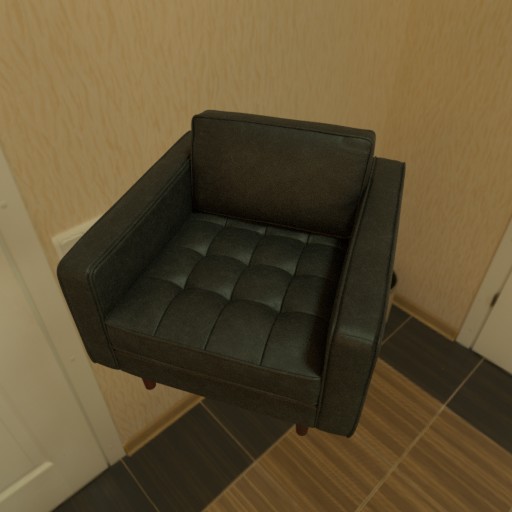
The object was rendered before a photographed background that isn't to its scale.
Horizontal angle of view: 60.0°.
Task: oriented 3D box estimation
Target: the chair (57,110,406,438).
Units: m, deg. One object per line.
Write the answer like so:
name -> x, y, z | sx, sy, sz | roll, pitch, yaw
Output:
chair -> 0.000, 0.000, 1.533 | 0.889, 0.763, 0.914 | 12, 42, 13
